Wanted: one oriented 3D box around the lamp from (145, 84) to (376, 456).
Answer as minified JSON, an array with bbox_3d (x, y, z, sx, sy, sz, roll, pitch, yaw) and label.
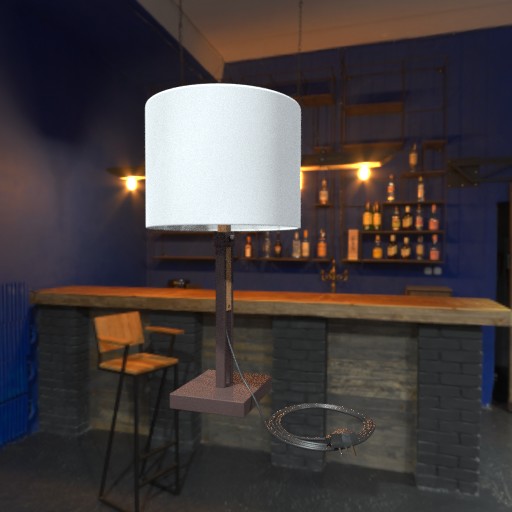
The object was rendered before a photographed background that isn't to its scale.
[{"bbox_3d":[0.000,0.000,0.989,0.525,0.668,0.396,0,1,18],"label":"lamp"}]
